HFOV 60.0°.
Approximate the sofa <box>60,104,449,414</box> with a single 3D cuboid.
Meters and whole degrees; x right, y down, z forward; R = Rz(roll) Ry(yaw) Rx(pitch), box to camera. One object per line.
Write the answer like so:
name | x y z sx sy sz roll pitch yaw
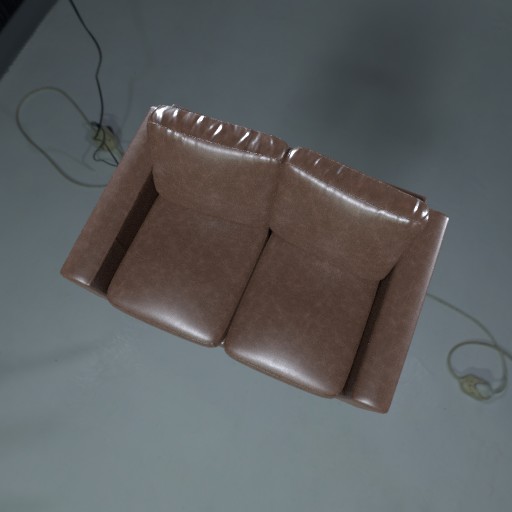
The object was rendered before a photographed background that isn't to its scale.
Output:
sofa | 0.000 0.000 2.208 1.616 0.873 1.016 22 75 6
